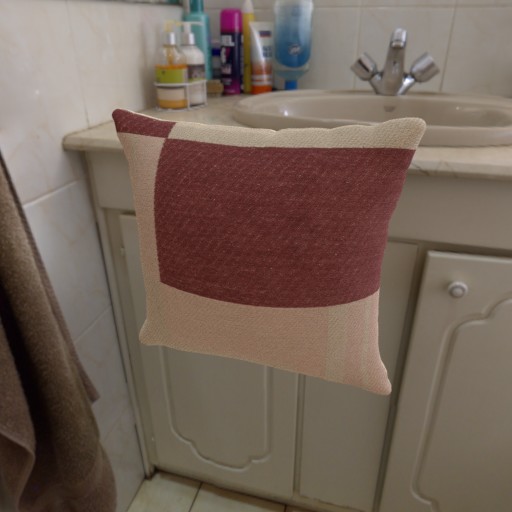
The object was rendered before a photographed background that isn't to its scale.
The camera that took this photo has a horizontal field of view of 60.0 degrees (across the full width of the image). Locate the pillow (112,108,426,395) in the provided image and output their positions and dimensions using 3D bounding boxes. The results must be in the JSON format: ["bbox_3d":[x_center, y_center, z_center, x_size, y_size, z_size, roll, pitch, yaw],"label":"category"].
[{"bbox_3d":[0.000,0.000,0.799,0.536,0.506,0.229,8,28,16],"label":"pillow"}]
